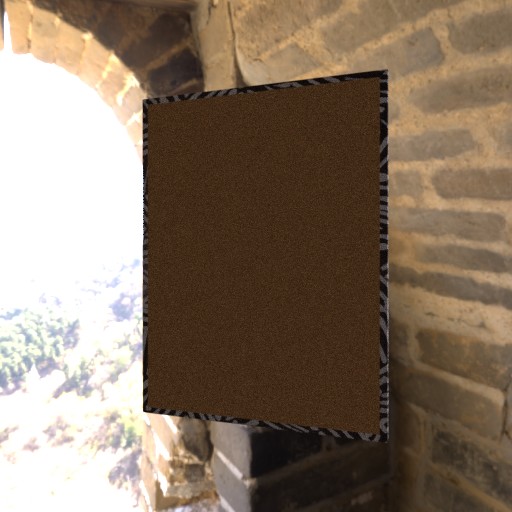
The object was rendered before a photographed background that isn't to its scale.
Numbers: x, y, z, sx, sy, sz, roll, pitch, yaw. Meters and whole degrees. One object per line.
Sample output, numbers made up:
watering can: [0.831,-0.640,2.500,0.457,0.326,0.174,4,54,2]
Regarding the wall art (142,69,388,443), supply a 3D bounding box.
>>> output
wall art: [0.000,0.000,1.338,0.765,1.017,0.038,0,0,18]
